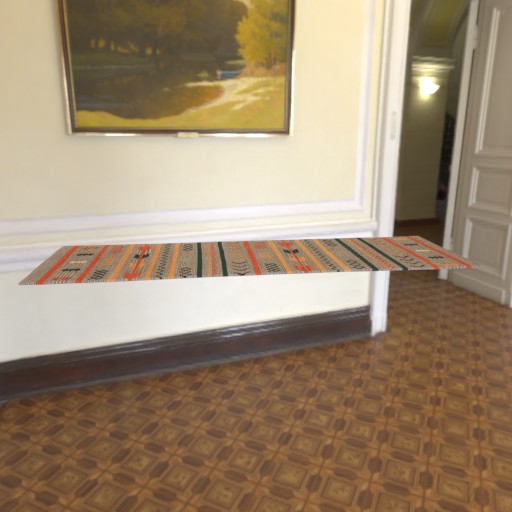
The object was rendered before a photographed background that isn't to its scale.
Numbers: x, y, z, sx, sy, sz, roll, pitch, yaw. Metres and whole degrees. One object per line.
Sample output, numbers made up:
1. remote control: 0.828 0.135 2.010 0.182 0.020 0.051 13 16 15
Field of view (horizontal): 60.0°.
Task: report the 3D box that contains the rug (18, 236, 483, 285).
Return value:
1. rug: 0.000 0.000 2.639 2.419 0.022 0.744 -2 16 -7
